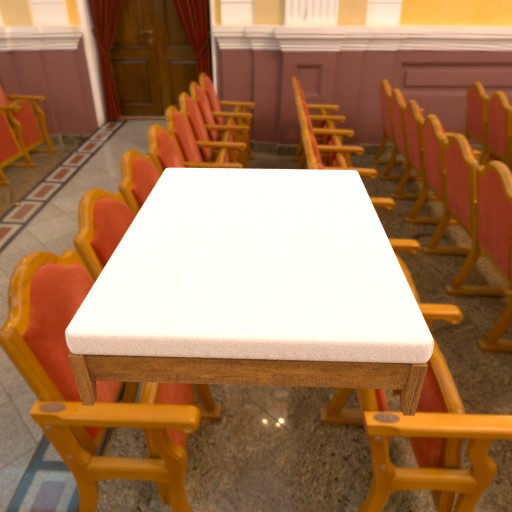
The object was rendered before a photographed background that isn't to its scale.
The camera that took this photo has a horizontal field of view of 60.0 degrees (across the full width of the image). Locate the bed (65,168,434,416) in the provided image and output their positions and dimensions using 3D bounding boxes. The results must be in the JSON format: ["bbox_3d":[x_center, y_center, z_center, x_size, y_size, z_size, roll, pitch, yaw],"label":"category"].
[{"bbox_3d":[0.000,0.000,2.765,1.536,0.431,2.016,1,31,2],"label":"bed"}]
